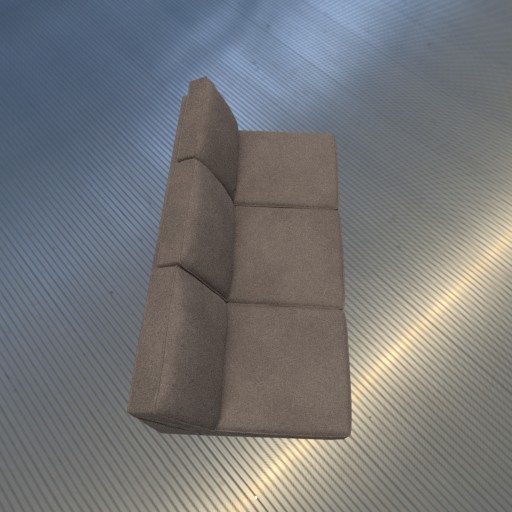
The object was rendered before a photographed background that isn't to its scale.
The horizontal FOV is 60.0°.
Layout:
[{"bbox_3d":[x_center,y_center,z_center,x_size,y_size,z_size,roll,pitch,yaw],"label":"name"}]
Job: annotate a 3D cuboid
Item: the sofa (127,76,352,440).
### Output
[{"bbox_3d":[0.000,0.000,2.574,1.027,0.973,1.962,2,61,1],"label":"sofa"}]
